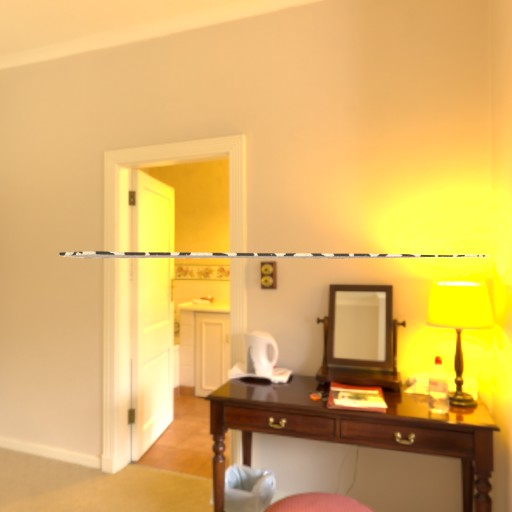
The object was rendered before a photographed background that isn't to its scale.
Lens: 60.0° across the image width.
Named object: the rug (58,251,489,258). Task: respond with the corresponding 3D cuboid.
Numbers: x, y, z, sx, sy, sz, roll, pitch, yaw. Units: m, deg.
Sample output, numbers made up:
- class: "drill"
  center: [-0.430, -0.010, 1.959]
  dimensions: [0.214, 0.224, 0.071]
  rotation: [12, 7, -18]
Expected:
- class: "rug"
  center: [0.000, 0.000, 4.364]
  dimensions: [3.369, 0.036, 2.444]
  rotation: [0, -1, -18]
